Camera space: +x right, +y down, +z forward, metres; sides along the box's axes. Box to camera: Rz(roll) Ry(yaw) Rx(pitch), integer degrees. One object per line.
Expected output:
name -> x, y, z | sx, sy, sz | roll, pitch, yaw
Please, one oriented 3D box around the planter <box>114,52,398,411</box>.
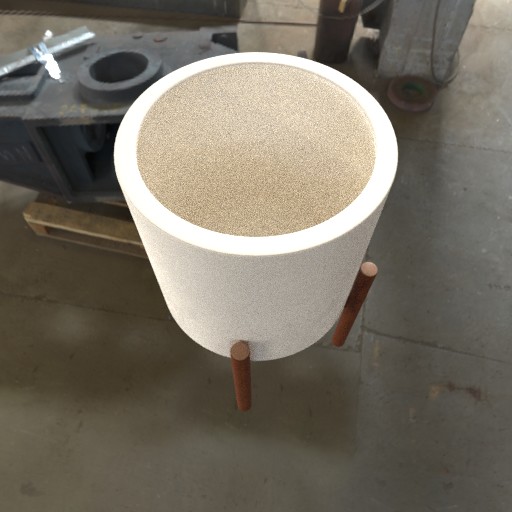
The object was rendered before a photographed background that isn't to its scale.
planter -> 0.000, 0.000, 0.943 | 0.417, 0.670, 0.417 | -31, 63, -17
